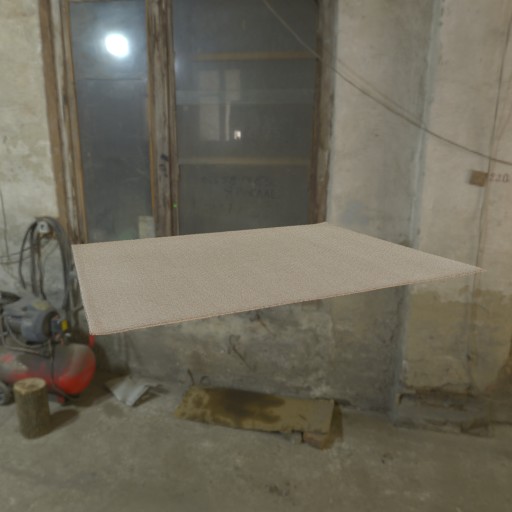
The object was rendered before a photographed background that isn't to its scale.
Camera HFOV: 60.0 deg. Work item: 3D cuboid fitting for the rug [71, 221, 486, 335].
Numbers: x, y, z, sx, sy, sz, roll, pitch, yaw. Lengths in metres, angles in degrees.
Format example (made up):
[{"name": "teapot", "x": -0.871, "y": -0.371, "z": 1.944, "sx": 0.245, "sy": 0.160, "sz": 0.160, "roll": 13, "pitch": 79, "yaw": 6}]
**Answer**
[{"name": "rug", "x": 0.000, "y": 0.000, "z": 3.851, "sx": 2.897, "sy": 0.035, "sz": 2.277, "roll": -6, "pitch": 16, "yaw": -23}]
